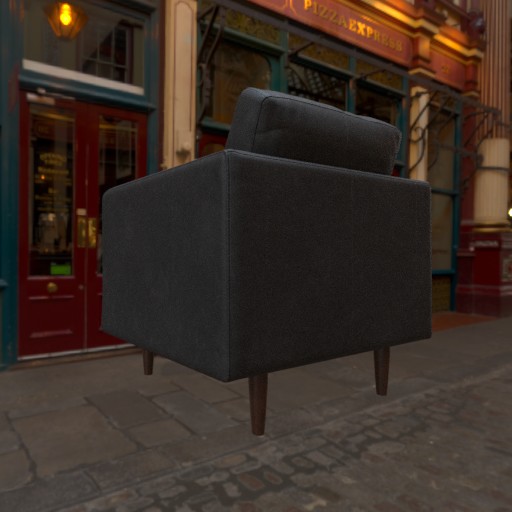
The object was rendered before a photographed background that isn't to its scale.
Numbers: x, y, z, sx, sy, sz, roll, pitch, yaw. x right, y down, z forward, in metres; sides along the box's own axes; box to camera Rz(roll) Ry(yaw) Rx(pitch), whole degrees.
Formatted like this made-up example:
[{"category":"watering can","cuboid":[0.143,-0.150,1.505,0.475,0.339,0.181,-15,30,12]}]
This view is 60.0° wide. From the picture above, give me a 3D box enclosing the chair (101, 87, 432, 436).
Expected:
[{"category":"chair","cuboid":[0.000,0.000,1.557,0.831,0.898,0.879,-1,1,-37]}]
